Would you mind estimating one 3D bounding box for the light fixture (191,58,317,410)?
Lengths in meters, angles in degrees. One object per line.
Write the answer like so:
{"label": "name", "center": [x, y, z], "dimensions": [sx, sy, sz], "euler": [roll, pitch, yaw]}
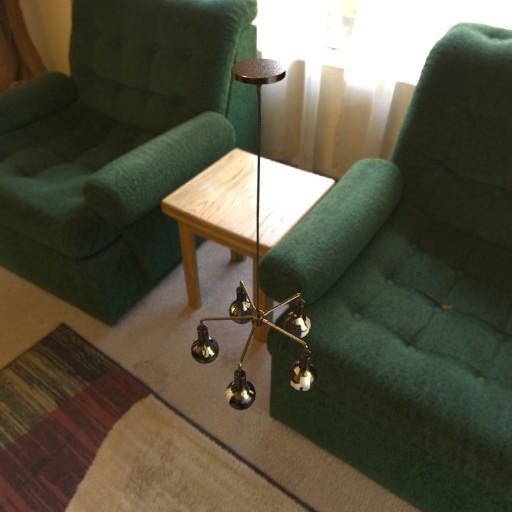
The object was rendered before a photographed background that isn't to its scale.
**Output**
{"label": "light fixture", "center": [0.000, 0.000, 1.208], "dimensions": [0.438, 0.988, 0.421], "euler": [12, 43, 13]}
